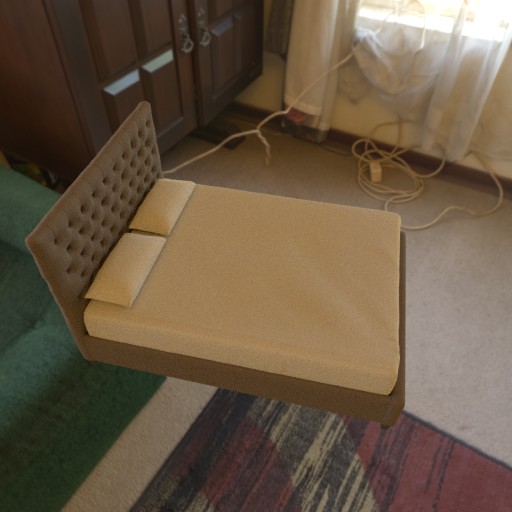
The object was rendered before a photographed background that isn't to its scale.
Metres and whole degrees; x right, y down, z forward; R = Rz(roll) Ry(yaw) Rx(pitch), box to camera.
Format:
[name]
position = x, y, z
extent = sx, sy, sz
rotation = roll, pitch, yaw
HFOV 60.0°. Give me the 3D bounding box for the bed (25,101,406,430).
[bed]
position = 0.000, 0.000, 3.406
extent = 2.387, 1.427, 1.698
rotation = 10, 48, 9
